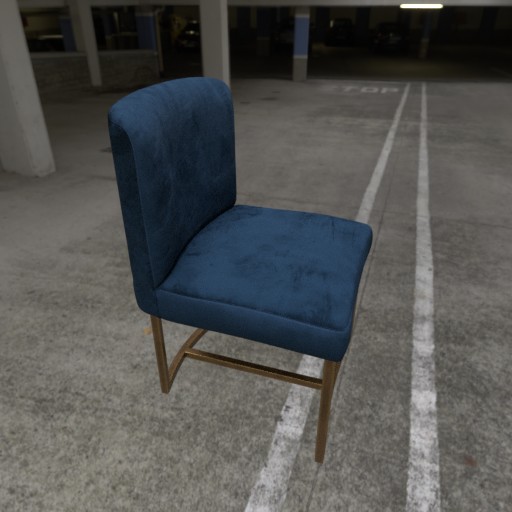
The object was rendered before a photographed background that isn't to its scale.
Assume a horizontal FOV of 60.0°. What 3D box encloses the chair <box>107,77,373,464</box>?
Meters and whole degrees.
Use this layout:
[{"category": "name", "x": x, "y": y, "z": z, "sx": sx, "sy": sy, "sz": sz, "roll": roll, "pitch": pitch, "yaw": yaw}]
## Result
[{"category": "chair", "x": 0.000, "y": 0.000, "z": 1.164, "sx": 0.560, "sy": 0.824, "sz": 0.530, "roll": 10, "pitch": 31, "yaw": 16}]
